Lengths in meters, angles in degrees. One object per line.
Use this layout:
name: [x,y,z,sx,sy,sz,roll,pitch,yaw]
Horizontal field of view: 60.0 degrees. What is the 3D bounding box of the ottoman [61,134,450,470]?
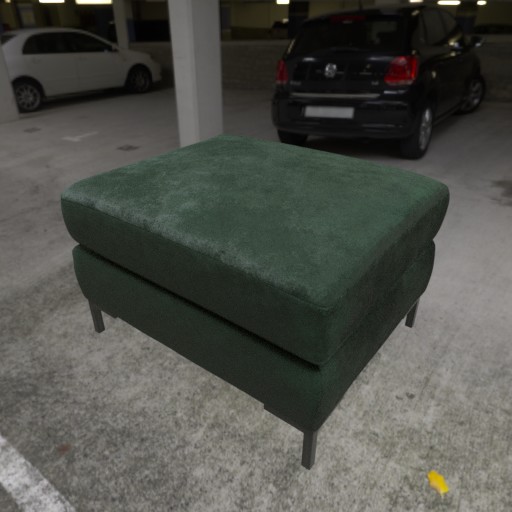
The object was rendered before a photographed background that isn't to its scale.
ottoman: [0.000,0.000,1.299,0.839,0.538,0.701,21,36,32]
